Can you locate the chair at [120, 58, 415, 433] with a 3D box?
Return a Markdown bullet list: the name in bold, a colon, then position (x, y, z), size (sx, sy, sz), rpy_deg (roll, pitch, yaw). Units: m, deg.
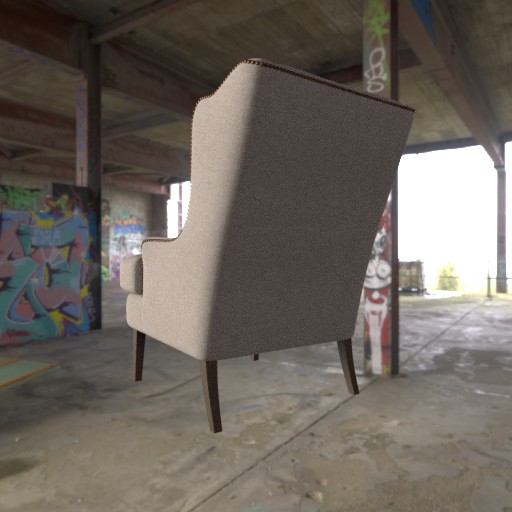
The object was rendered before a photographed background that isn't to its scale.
- **chair**: position (0.000, 0.000, 1.653), size (0.737, 1.029, 0.940), rpy_deg (0, 1, -36)
